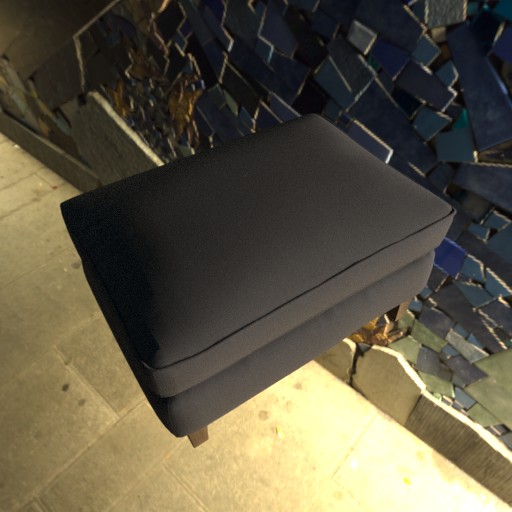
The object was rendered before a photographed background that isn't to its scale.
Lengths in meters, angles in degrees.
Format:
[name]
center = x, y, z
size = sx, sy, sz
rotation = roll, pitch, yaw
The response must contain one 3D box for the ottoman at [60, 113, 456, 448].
[ottoman]
center = 0.000, 0.000, 0.997
size = 0.686, 0.406, 0.508
rotation = -26, 52, -22
